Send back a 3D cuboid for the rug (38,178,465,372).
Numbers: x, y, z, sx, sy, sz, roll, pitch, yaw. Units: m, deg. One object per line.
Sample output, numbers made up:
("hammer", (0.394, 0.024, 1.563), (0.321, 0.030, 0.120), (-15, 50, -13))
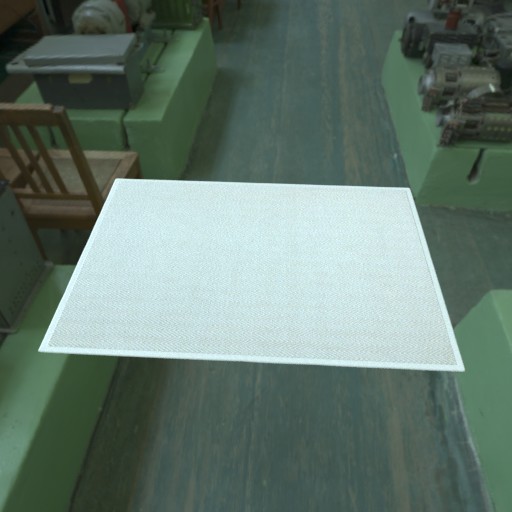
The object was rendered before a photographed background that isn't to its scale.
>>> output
("rug", (0.000, 0.000, 2.844), (2.244, 0.017, 1.532), (2, 46, 2))
